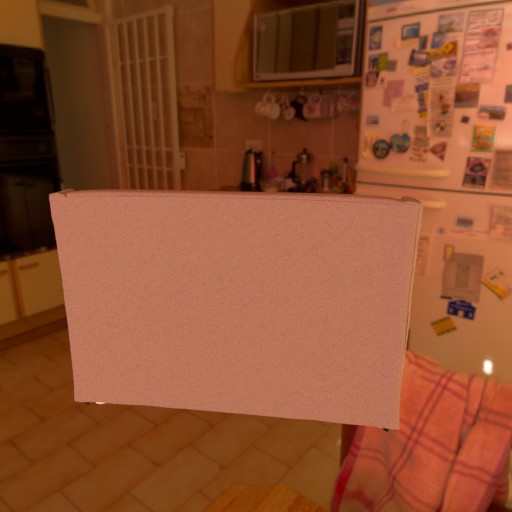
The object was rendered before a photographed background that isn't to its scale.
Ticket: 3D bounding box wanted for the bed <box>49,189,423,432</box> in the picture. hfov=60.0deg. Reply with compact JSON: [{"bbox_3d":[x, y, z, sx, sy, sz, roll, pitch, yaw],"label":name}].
[{"bbox_3d":[0.000,0.000,3.454,1.925,1.332,2.276,2,17,8],"label":"bed"}]
